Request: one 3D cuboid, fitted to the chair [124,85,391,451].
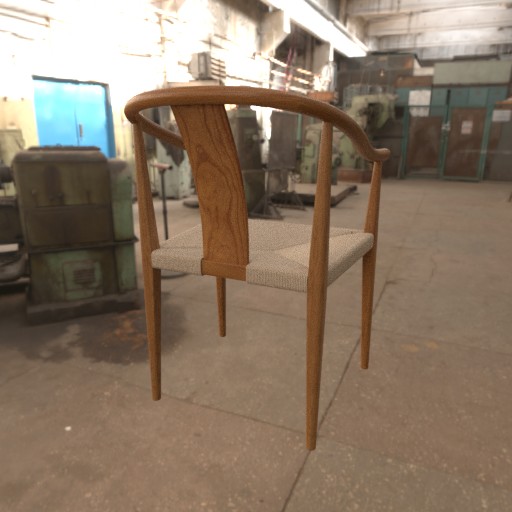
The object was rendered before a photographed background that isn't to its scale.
[{"bbox_3d":[0.000,0.000,1.173,0.556,0.800,0.579,8,18,25],"label":"chair"}]
